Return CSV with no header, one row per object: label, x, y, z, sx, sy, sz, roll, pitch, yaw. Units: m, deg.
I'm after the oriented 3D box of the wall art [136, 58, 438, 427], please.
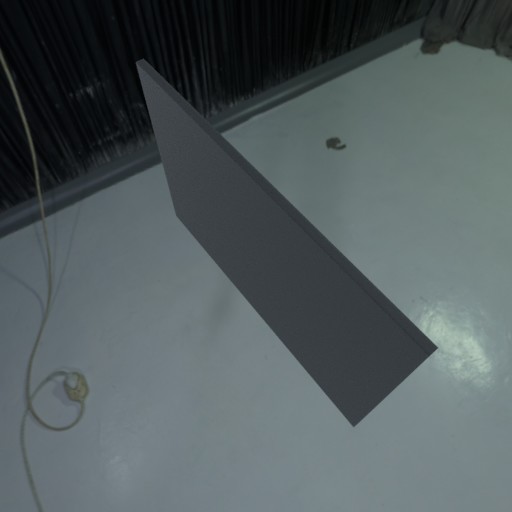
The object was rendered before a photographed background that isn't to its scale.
wall art,0.000,0.000,1.213,0.049,0.659,0.964,-32,64,-18
